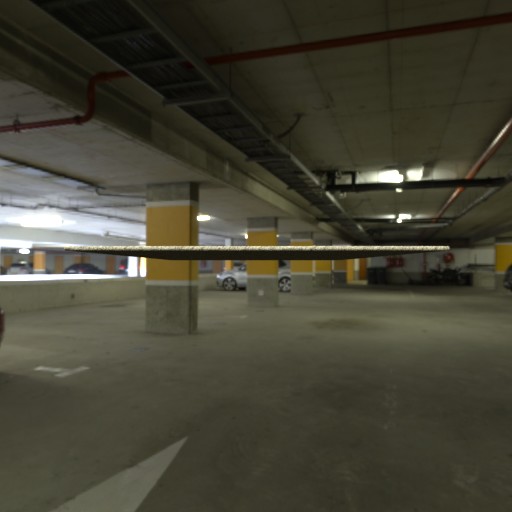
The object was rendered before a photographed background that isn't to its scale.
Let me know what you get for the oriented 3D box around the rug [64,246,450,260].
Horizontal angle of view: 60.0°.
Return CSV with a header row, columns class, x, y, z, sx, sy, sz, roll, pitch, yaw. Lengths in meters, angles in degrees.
class,x,y,z,sx,sy,sz,roll,pitch,yaw
rug,0.000,0.000,2.304,1.224,0.016,1.832,0,-2,0
